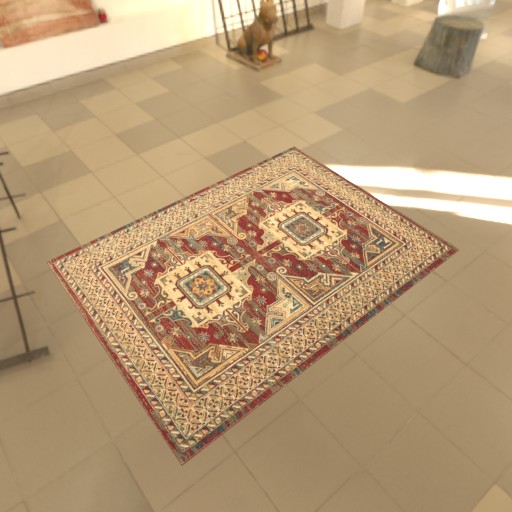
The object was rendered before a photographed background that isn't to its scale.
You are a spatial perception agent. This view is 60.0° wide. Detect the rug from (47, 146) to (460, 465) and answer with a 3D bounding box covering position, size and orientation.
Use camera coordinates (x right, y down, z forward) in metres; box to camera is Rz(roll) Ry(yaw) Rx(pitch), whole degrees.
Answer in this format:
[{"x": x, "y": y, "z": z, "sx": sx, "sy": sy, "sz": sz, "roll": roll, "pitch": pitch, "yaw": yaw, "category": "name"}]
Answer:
[{"x": 0.000, "y": 0.000, "z": 4.275, "sx": 3.197, "sy": 0.013, "sz": 2.381, "roll": -30, "pitch": 53, "yaw": -26, "category": "rug"}]
